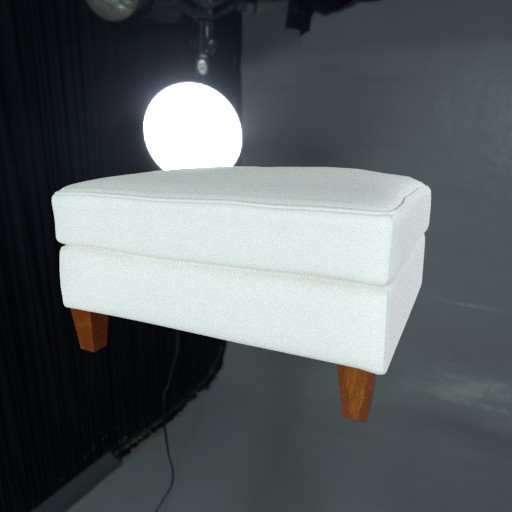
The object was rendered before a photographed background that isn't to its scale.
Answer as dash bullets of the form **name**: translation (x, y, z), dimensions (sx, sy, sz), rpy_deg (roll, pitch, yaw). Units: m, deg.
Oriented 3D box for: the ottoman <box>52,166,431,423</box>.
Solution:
- **ottoman**: translation (0.000, 0.000, 1.197), dimensions (0.818, 0.479, 0.634), rpy_deg (7, 15, 25)
